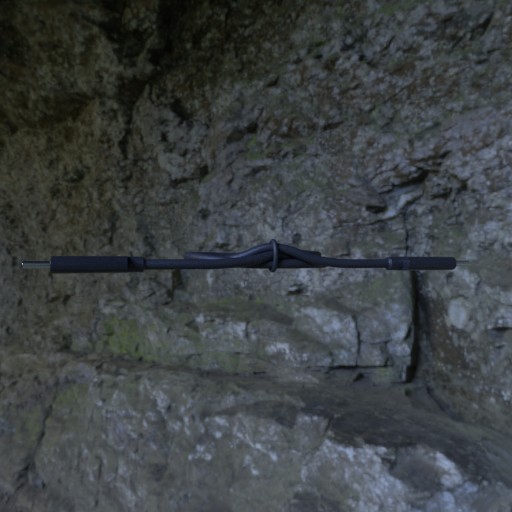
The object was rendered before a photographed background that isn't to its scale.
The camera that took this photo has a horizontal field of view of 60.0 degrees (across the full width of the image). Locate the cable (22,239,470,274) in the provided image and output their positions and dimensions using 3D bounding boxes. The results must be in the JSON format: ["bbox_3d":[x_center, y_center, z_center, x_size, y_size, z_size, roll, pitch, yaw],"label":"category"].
[{"bbox_3d":[0.000,0.000,0.208,0.186,0.014,0.070,0,0,-18],"label":"cable"}]
